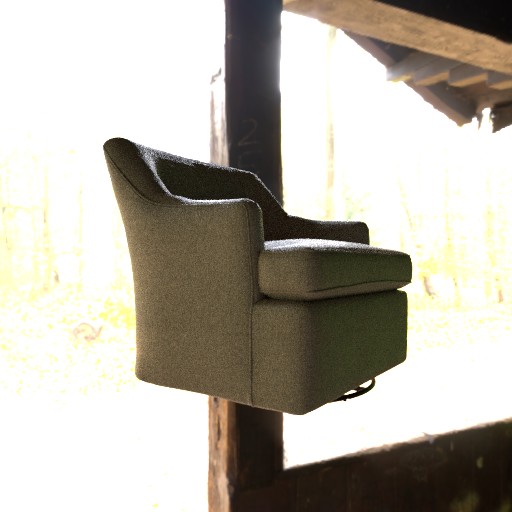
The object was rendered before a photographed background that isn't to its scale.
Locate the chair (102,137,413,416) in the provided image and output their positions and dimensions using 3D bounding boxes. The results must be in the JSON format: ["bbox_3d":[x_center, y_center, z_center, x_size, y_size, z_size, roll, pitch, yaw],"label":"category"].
[{"bbox_3d":[0.000,0.000,1.622,0.923,0.856,0.864,-1,-1,37],"label":"chair"}]
